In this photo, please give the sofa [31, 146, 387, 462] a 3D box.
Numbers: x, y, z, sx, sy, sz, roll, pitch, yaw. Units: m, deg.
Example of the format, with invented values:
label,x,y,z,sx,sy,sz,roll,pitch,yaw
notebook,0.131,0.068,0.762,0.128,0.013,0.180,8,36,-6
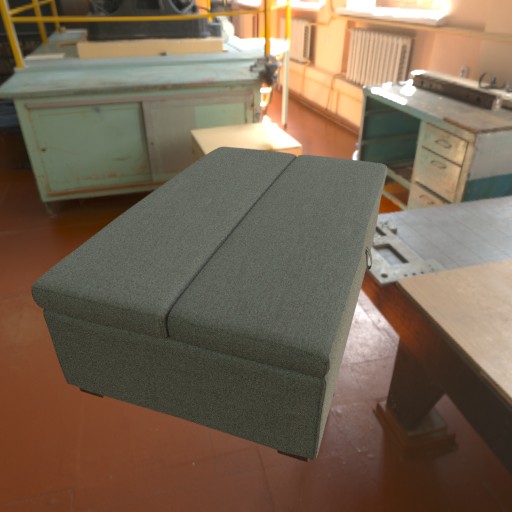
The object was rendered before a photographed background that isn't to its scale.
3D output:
label,x,y,z,sx,sy,sz,roll,pitch,yaw
sofa,0.000,0.000,1.616,0.817,0.434,1.250,10,33,17
